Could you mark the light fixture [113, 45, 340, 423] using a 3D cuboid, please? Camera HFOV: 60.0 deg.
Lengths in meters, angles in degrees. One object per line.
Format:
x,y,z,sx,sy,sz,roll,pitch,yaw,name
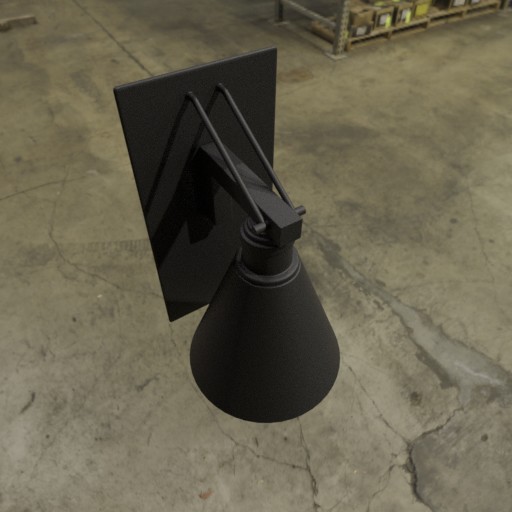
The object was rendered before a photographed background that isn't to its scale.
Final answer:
0.000,0.000,0.415,0.170,0.298,0.207,-25,51,-22,light fixture
